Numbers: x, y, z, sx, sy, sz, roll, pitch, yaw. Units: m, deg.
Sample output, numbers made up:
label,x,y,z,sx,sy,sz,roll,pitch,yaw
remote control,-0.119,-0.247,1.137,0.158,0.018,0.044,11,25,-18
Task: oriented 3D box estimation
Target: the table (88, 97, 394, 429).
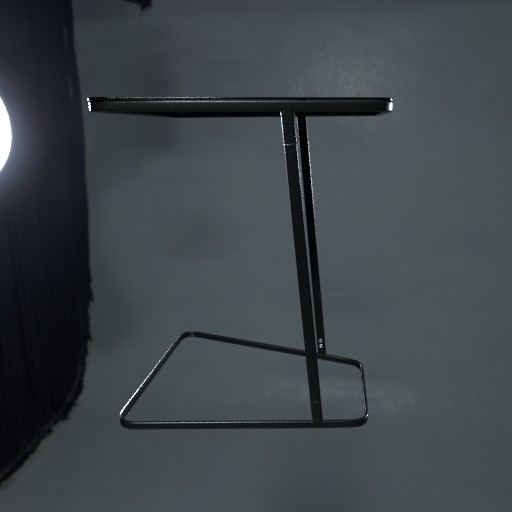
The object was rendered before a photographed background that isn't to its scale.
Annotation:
label,x,y,z,sx,sy,sz,roll,pitch,yaw
table,0.000,0.000,0.955,0.500,0.624,0.427,3,16,10
